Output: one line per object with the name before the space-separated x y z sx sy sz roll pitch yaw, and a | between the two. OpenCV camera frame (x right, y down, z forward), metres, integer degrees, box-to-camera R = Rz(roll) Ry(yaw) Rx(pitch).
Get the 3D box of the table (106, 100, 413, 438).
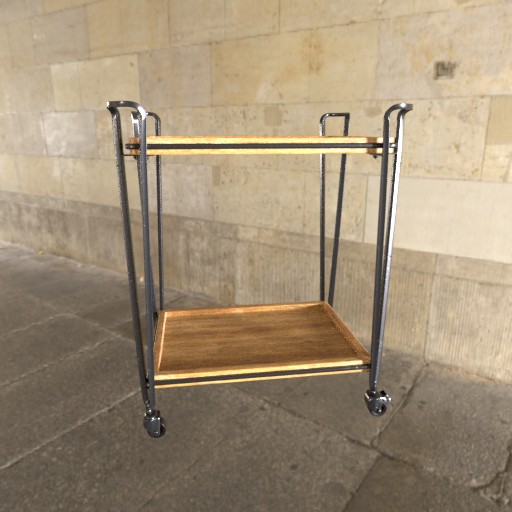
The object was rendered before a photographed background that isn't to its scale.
table | 0.000 0.000 1.240 0.672 0.785 0.505 -2 16 -8
